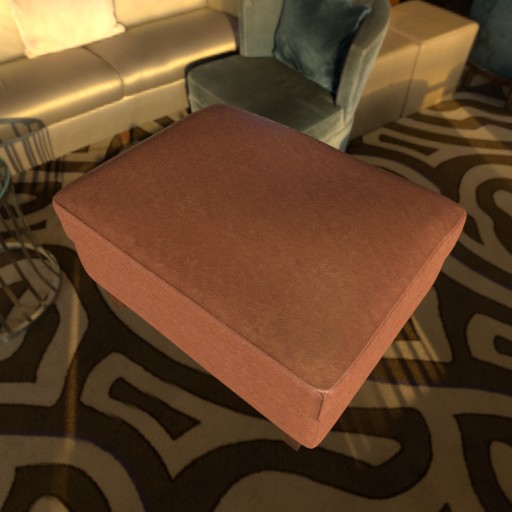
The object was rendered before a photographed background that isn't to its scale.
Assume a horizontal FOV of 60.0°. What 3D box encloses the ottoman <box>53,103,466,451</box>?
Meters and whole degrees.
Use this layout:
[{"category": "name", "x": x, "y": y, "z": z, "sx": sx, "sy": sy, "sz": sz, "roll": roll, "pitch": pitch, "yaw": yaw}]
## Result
[{"category": "ottoman", "x": 0.000, "y": 0.000, "z": 1.232, "sx": 0.851, "sy": 0.485, "sz": 0.650, "roll": 31, "pitch": 55, "yaw": 25}]
